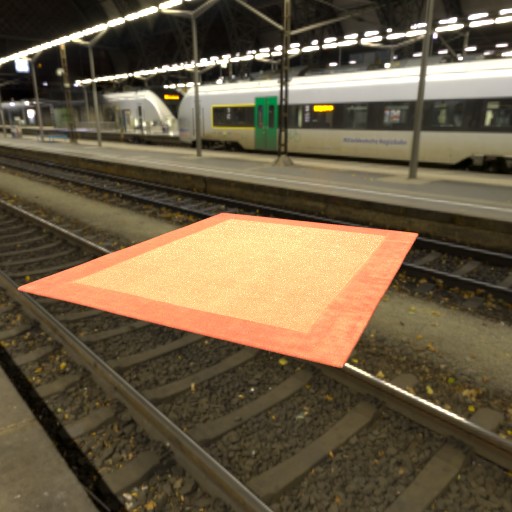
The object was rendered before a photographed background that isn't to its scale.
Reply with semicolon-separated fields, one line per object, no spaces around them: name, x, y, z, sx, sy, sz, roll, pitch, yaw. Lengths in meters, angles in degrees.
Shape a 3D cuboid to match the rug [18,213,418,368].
rug;0.000;0.000;3.985;2.430;0.018;2.976;8;19;25
